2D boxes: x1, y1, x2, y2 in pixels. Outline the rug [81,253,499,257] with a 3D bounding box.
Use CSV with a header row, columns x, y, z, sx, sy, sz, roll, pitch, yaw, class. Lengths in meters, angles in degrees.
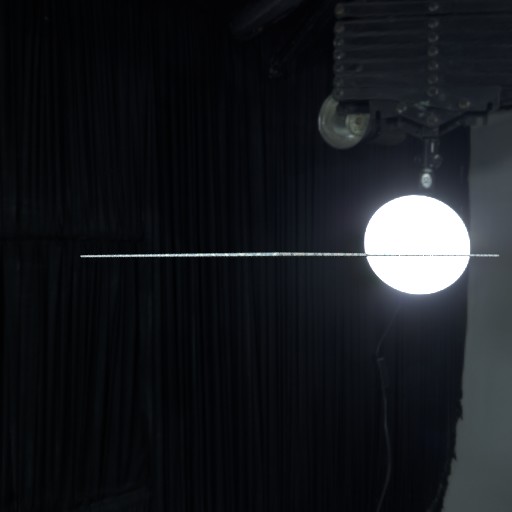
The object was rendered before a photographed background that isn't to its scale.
x,y,z,sx,sy,sz,roll,pitch,yaw,class
0.000,0.000,2.250,1.220,0.008,1.824,0,0,-37,rug
